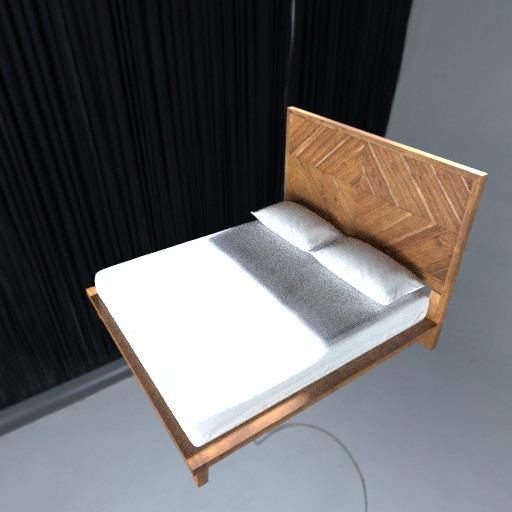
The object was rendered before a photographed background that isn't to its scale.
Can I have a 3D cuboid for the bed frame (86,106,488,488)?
[{"bbox_3d":[0.000,0.000,3.454,2.235,1.537,2.038,-20,38,-28],"label":"bed frame"}]
